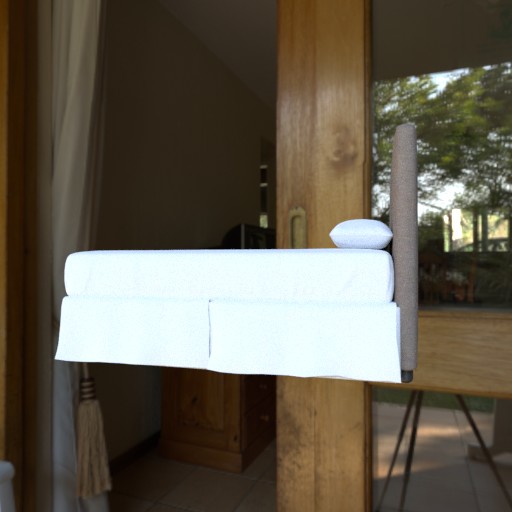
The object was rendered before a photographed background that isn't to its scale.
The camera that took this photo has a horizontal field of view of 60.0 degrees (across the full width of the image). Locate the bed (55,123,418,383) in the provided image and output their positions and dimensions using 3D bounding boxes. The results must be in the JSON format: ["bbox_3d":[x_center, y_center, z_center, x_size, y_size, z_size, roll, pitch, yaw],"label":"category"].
[{"bbox_3d":[0.000,0.000,3.245,2.142,1.330,1.723,0,-1,16],"label":"bed"}]
